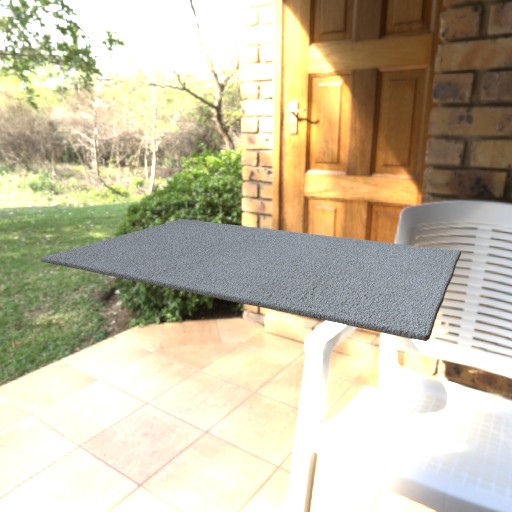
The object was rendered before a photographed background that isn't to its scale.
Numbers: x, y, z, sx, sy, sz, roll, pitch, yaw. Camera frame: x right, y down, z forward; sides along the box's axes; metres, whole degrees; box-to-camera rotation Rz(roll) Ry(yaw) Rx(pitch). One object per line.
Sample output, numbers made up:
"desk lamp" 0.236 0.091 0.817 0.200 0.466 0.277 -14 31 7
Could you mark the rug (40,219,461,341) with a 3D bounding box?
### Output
"rug" 0.000 0.000 3.014 2.438 0.030 1.524 8 18 27
